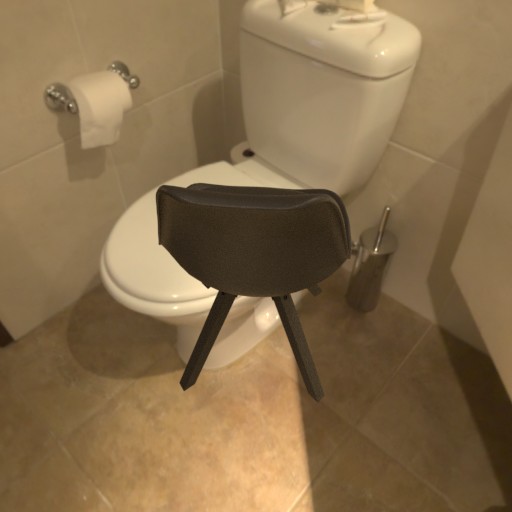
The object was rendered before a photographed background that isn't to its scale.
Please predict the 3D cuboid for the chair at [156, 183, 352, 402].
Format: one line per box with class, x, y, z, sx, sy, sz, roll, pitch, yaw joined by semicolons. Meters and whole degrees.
chair;0.000;0.000;1.187;0.485;0.850;0.550;4;48;3
